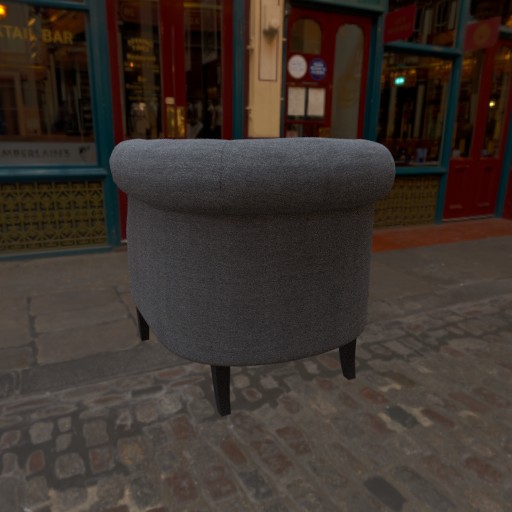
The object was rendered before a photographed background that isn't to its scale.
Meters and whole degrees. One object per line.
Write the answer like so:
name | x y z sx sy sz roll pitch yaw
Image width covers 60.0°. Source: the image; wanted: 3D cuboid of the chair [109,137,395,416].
chair | 0.000 0.000 1.606 0.905 0.827 0.852 -7 16 -25
